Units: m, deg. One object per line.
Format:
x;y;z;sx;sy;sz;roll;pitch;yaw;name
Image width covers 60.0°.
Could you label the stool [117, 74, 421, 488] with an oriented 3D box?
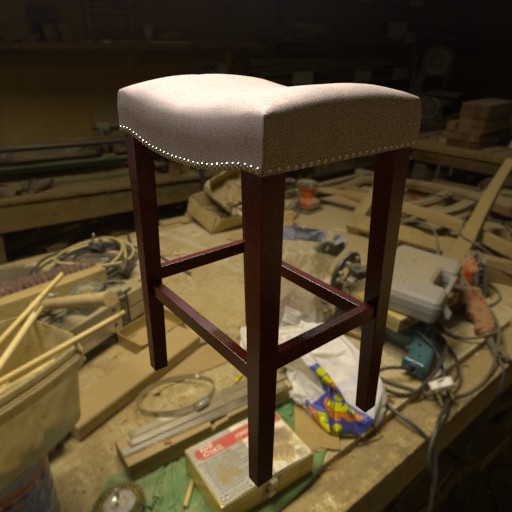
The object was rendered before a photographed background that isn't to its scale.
0.000;0.000;0.996;0.372;0.742;0.504;-18;31;-34;stool
